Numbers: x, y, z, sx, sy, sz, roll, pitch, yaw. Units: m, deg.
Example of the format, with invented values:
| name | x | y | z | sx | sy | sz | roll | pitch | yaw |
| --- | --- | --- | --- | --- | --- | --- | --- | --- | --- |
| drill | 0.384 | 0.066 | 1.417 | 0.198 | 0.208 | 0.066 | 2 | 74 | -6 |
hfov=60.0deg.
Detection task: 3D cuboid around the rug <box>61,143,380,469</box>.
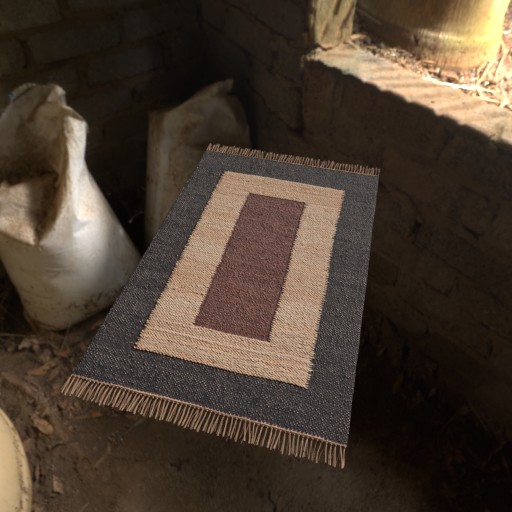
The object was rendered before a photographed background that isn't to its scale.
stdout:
| name | x | y | z | sx | sy | sz | roll | pitch | yaw |
| --- | --- | --- | --- | --- | --- | --- | --- | --- | --- |
| rug | 0.000 | 0.000 | 2.465 | 1.224 | 0.027 | 2.021 | 11 | 48 | 10 |
